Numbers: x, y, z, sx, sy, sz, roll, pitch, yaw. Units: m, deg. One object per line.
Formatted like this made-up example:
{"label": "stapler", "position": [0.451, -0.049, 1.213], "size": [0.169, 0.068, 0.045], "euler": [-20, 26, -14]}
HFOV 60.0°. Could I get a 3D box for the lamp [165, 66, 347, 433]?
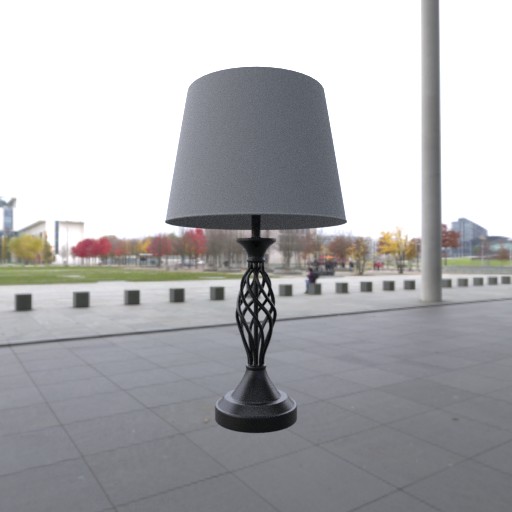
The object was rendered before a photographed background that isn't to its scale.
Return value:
{"label": "lamp", "position": [0.000, 0.000, 0.819], "size": [0.331, 0.594, 0.331], "euler": [0, -1, 0]}
